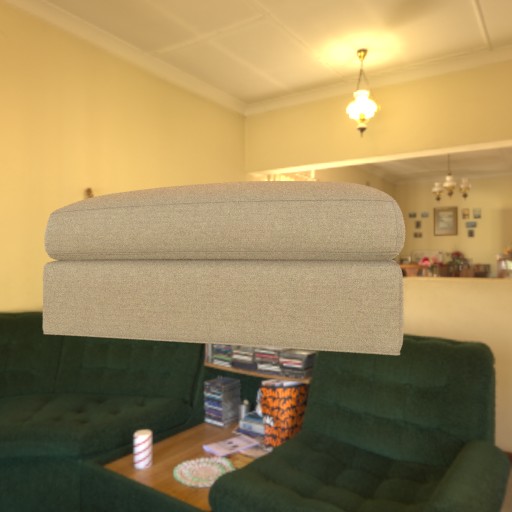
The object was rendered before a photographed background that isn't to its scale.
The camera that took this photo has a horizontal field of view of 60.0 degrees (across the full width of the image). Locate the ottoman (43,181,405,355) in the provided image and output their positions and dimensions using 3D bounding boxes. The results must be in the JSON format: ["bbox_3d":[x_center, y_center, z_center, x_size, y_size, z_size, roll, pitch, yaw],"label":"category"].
[{"bbox_3d":[0.000,0.000,1.657,1.041,0.470,1.041,0,0,17],"label":"ottoman"}]
